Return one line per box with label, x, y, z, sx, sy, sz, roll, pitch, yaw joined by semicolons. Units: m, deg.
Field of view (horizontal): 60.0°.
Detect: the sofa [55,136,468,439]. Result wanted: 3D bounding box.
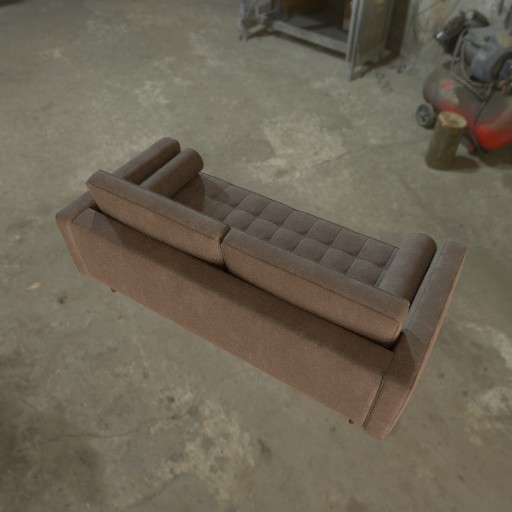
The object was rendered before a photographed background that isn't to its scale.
sofa;0.000;0.000;2.305;1.883;0.769;0.920;24;51;21
